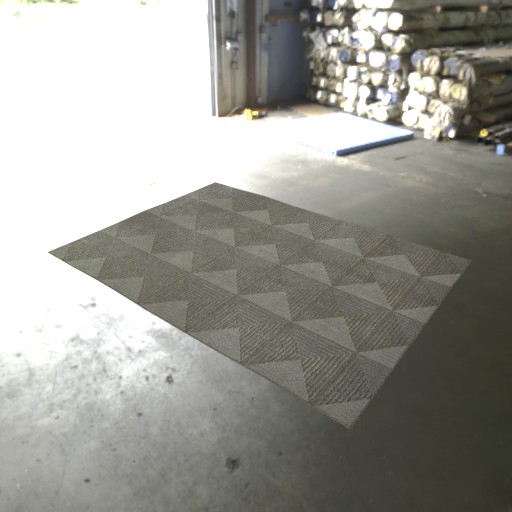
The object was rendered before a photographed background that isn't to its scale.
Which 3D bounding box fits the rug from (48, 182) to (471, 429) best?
[{"bbox_3d":[0.000,0.000,4.300,3.333,0.027,2.428,22,37,32],"label":"rug"}]
